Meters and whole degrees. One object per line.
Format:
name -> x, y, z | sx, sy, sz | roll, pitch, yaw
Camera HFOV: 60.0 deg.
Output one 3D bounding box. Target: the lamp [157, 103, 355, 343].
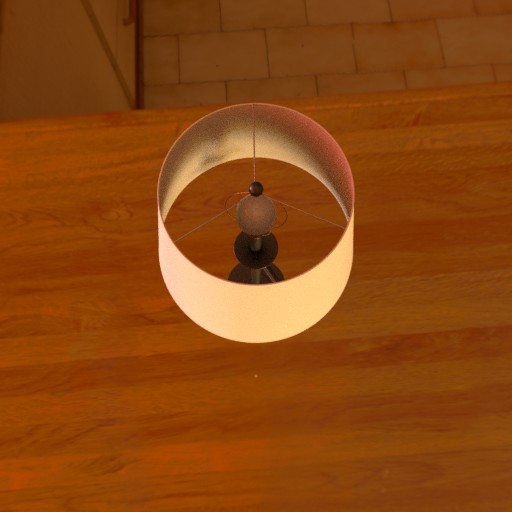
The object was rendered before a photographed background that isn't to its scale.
lamp -> 0.000, 0.000, 0.911 | 0.363, 0.696, 0.363 | 0, 75, 0
